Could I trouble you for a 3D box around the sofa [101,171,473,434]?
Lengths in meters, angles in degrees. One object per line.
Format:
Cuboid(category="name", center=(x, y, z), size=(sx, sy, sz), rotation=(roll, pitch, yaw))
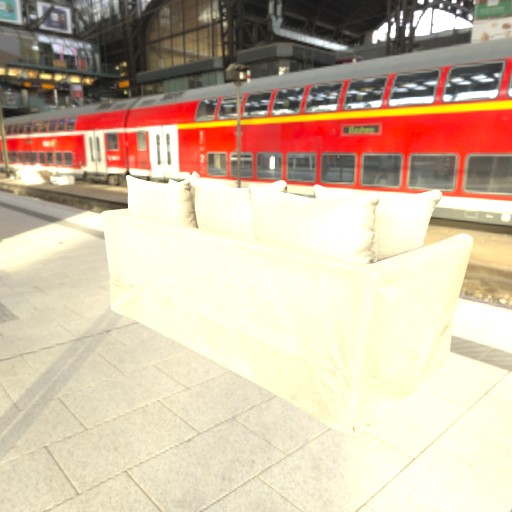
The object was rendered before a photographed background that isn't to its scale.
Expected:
Cuboid(category="sofa", center=(0.000, 0.000, 2.843), size=(1.031, 1.034, 2.290), rotation=(-13, 19, -43))
